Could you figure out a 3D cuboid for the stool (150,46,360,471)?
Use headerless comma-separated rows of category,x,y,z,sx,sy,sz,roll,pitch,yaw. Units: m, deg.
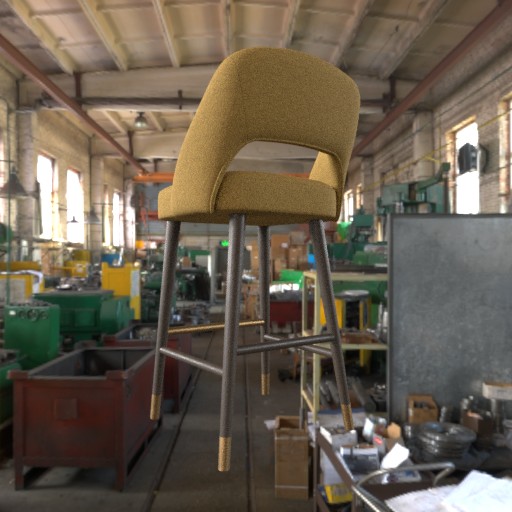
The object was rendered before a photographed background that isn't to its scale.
stool,0.000,0.000,1.335,0.536,1.032,0.522,0,0,-35
